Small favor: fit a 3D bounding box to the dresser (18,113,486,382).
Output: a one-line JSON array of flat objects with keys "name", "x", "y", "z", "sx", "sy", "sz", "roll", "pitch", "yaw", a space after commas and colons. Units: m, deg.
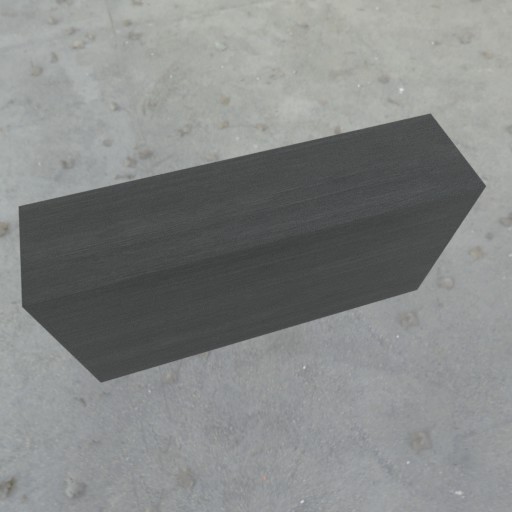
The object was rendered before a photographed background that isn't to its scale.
[{"name": "dresser", "x": 0.000, "y": 0.000, "z": 1.888, "sx": 1.590, "sy": 0.795, "sz": 0.400, "roll": -15, "pitch": 59, "yaw": -9}]
